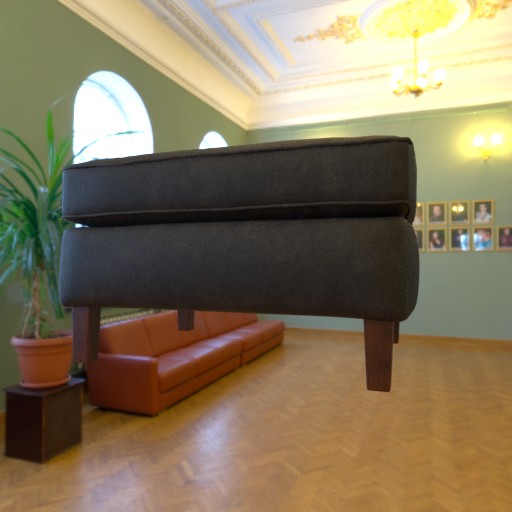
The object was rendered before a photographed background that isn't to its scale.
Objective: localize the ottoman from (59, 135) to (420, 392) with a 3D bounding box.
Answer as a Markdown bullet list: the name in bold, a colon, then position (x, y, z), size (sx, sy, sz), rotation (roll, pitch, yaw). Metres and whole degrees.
- **ottoman**: position (0.000, 0.000, 0.963), size (0.665, 0.413, 0.501), rotation (0, -1, 20)
